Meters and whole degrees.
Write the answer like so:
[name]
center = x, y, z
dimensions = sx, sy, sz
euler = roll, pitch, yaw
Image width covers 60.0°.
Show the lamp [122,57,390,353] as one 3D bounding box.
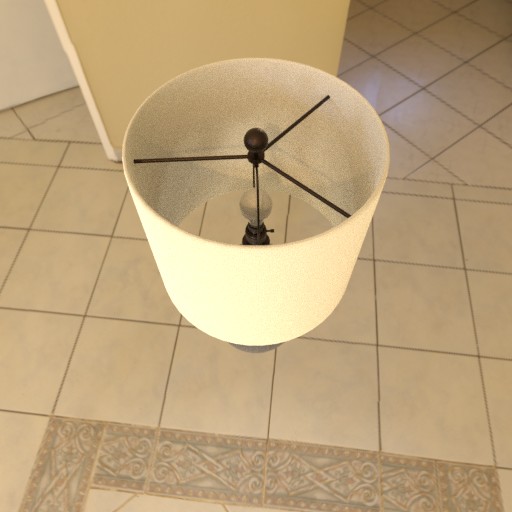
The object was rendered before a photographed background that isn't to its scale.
[lamp]
center = 0.000, 0.000, 0.778
dimensions = 0.329, 0.570, 0.329
euler = -3, 58, -2
